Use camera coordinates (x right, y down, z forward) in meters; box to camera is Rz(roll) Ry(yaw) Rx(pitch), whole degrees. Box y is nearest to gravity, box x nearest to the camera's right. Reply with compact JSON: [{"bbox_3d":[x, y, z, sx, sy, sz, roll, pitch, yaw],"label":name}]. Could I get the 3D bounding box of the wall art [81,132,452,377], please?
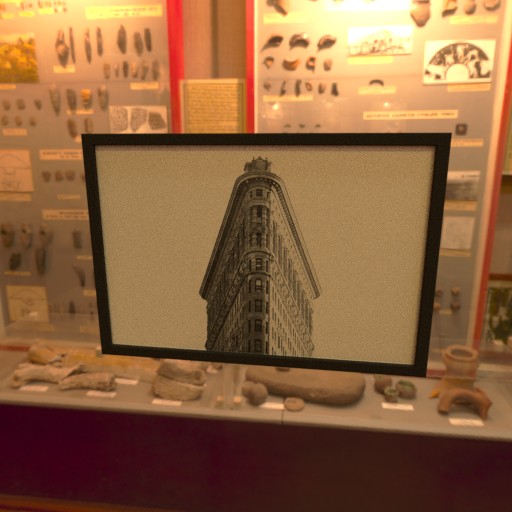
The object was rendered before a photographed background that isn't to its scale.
[{"bbox_3d":[0.000,0.000,1.229,0.958,0.656,0.026,2,15,8],"label":"wall art"}]
